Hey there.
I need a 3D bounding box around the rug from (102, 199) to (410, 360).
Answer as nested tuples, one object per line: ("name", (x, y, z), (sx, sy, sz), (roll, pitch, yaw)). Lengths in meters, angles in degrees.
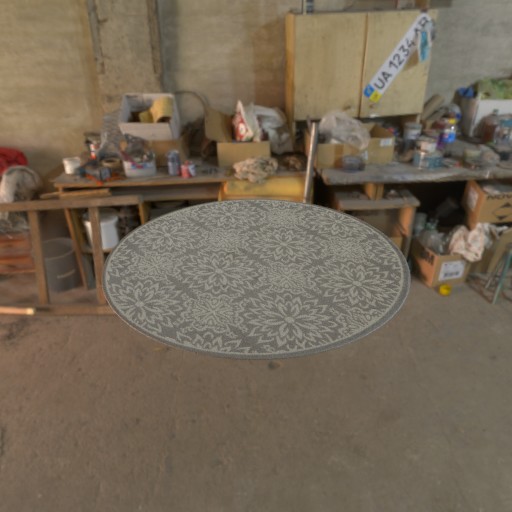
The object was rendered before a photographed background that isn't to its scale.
("rug", (0.000, 0.000, 2.387), (1.593, 0.012, 1.593), (0, 30, 0))
